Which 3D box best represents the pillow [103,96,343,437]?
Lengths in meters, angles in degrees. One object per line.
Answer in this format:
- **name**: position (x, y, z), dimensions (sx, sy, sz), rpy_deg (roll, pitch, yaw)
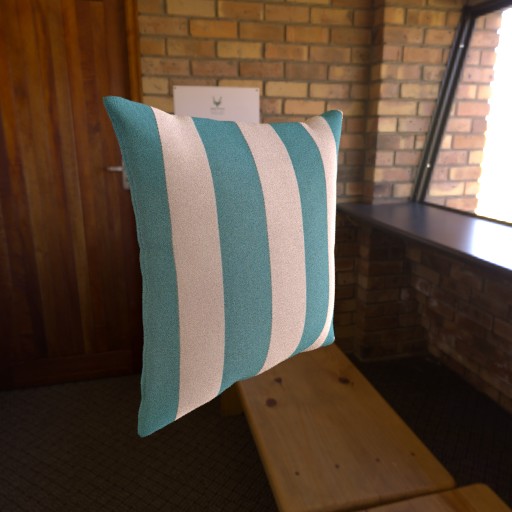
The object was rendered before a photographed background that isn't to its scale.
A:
- **pillow**: position (0.000, 0.000, 0.809), dimensions (0.189, 0.526, 0.536), rpy_deg (14, 21, 42)
